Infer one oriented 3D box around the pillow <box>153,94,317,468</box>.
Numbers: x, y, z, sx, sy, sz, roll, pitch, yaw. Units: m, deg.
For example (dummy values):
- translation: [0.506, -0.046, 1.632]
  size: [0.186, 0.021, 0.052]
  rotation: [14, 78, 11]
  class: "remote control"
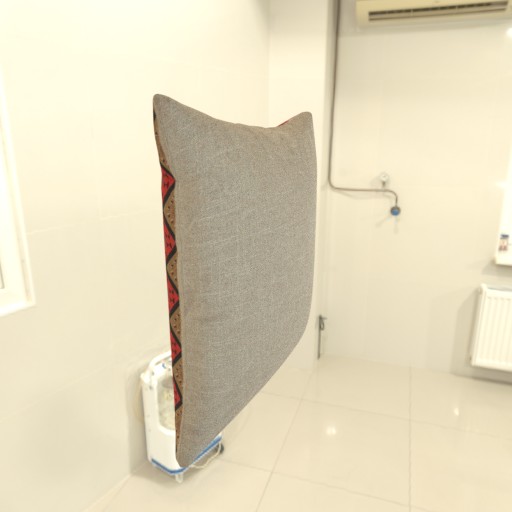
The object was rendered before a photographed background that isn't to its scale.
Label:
- translation: [0.000, 0.000, 0.786]
  size: [0.158, 0.511, 0.513]
  rotation: [8, 18, 24]
  class: "pillow"
